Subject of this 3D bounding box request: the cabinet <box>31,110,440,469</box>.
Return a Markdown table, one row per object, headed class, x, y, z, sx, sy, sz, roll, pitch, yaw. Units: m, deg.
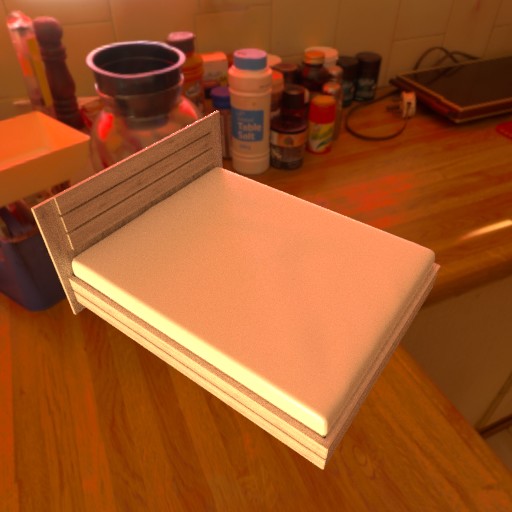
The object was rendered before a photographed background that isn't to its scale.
| class | x | y | z | sx | sy | sz | roll | pitch | yaw |
| --- | --- | --- | --- | --- | --- | --- | --- | --- | --- |
| cabinet | 0.000 | 0.000 | 3.051 | 2.080 | 0.970 | 1.750 | 26 | 47 | 26 |
